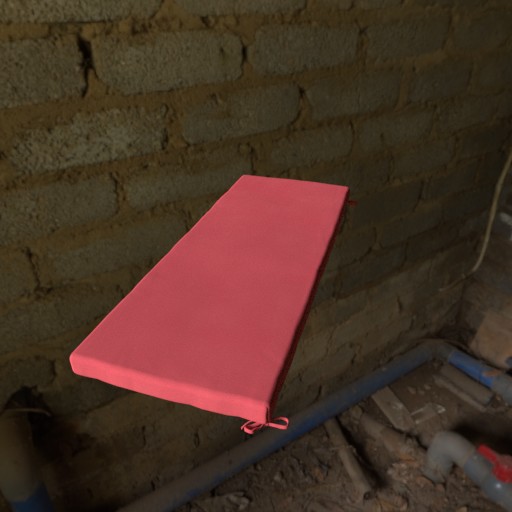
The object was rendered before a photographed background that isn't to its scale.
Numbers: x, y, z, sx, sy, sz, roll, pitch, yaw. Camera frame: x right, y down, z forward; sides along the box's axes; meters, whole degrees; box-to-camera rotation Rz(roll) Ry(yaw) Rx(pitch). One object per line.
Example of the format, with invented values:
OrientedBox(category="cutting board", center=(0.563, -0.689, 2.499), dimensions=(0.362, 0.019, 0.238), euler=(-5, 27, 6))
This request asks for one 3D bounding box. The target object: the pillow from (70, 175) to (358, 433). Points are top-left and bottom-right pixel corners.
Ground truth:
OrientedBox(category="pillow", center=(0.000, 0.000, 1.366), dimensions=(0.492, 0.081, 1.187), euler=(10, 33, 15))
